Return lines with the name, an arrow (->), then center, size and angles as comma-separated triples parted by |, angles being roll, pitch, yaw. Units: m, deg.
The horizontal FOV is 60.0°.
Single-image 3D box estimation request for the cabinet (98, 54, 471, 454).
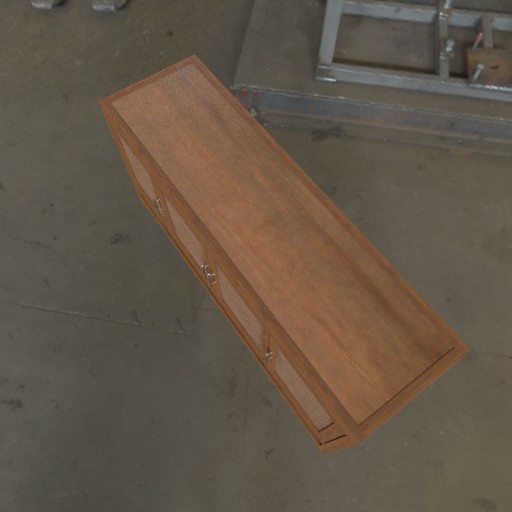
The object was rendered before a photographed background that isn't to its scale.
cabinet -> 0.000, 0.000, 2.066 | 0.522, 0.820, 1.708 | -33, 69, -15
